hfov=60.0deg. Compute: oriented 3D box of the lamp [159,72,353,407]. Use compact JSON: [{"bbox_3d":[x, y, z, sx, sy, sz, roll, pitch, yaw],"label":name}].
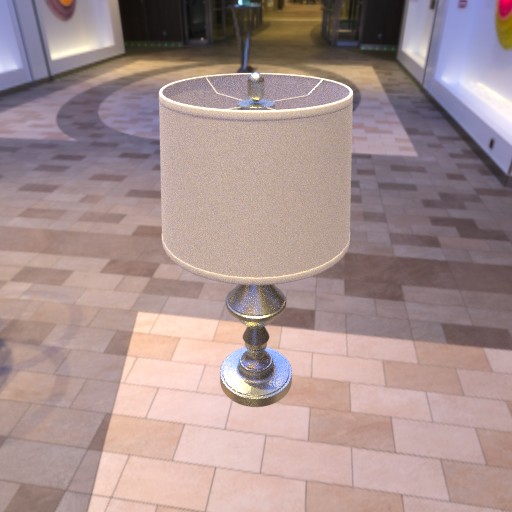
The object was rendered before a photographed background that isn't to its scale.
[{"bbox_3d":[0.000,0.000,0.947,0.383,0.733,0.383,0,31,0],"label":"lamp"}]
